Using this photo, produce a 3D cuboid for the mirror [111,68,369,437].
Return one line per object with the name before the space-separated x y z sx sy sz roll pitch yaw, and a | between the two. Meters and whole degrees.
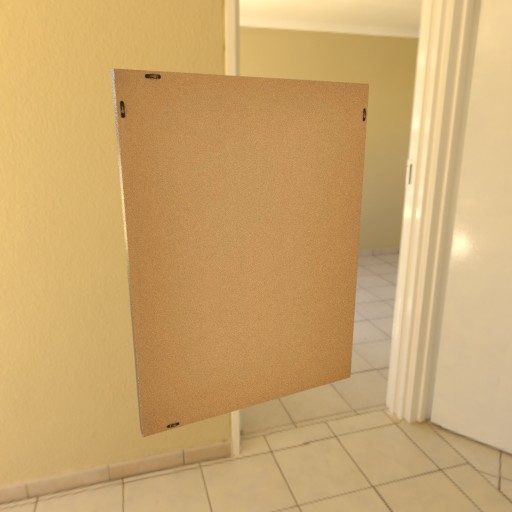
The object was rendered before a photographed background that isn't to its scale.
mirror | 0.000 0.000 1.353 0.762 1.016 0.041 -7 17 -25
